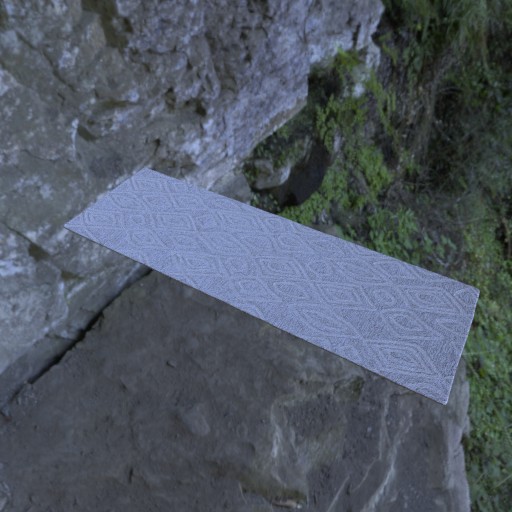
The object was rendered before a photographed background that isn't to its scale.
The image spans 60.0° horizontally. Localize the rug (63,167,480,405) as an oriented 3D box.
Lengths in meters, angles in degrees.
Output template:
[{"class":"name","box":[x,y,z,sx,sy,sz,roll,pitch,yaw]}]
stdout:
[{"class":"rug","box":[0.000,0.000,2.659,2.436,0.013,0.807,22,48,21]}]
